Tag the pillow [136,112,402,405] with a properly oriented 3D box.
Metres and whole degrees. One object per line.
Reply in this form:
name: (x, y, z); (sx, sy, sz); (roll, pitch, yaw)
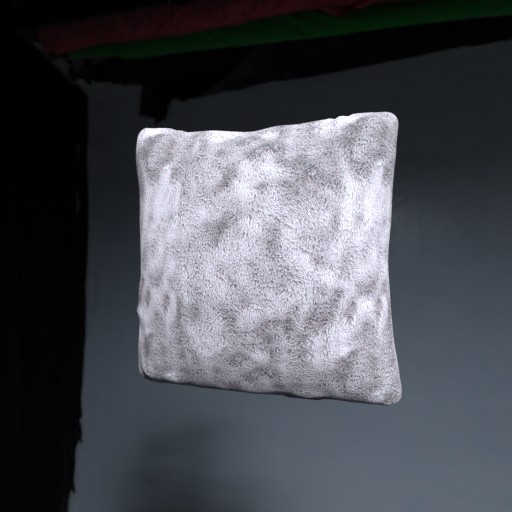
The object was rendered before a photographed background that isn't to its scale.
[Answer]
pillow: (0.000, 0.000, 0.832); (0.522, 0.520, 0.204); (0, 1, 17)
